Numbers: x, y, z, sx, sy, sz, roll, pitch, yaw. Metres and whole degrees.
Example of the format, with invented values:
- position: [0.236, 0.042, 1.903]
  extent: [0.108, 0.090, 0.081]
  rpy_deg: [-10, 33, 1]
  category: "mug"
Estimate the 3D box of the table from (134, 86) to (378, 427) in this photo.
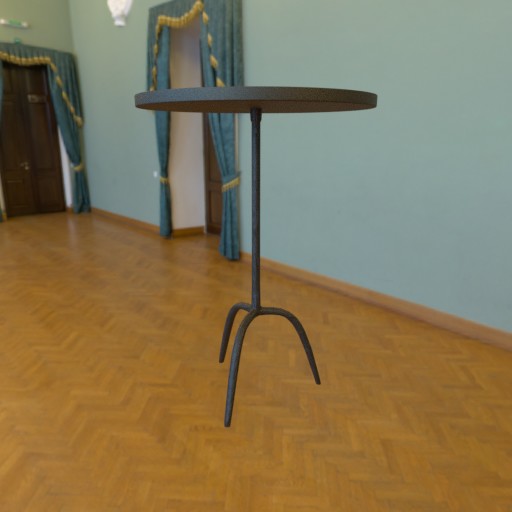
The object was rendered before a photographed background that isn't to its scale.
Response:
- position: [0.000, 0.000, 1.040]
  extent: [0.502, 0.700, 0.502]
  rpy_deg: [-14, 21, -41]
  category: "table"
